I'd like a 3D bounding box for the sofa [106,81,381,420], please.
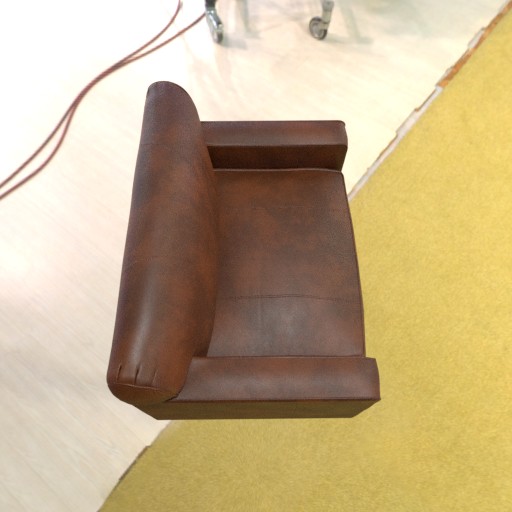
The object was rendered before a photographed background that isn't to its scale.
[{"bbox_3d":[0.000,0.000,2.089,1.000,0.956,1.413,-1,63,0],"label":"sofa"}]
